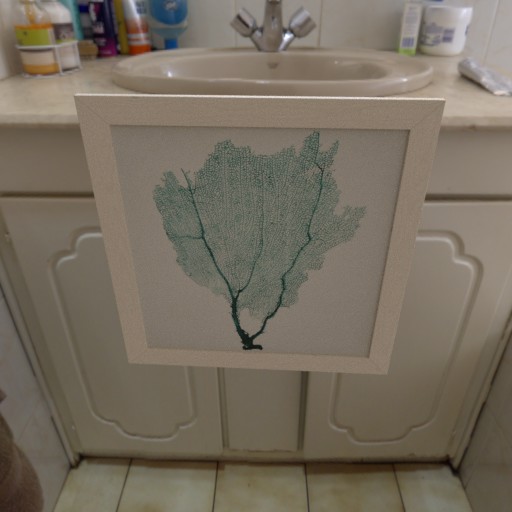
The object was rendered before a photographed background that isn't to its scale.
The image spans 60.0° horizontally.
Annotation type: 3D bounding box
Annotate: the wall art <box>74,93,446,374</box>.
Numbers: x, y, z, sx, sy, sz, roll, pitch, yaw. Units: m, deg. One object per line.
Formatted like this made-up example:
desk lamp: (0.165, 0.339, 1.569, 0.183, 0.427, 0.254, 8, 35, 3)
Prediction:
wall art: (0.000, 0.000, 0.835, 0.572, 0.577, 0.015, 2, 32, 3)
